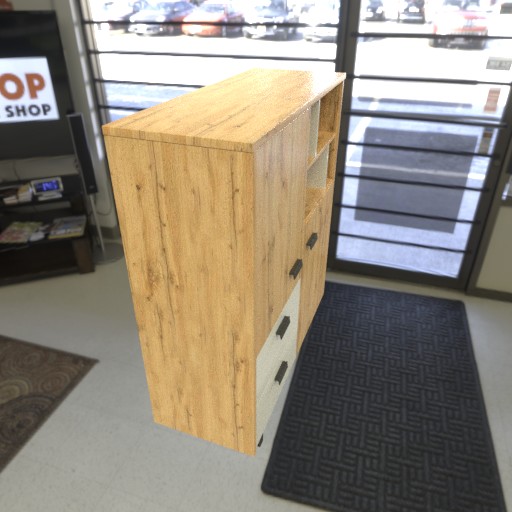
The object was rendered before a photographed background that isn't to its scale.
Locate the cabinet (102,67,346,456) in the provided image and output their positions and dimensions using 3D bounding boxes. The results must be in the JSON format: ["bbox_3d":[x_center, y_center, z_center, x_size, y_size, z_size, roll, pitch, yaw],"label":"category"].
[{"bbox_3d":[0.000,0.000,1.989,0.473,1.397,1.168,11,33,18],"label":"cabinet"}]
